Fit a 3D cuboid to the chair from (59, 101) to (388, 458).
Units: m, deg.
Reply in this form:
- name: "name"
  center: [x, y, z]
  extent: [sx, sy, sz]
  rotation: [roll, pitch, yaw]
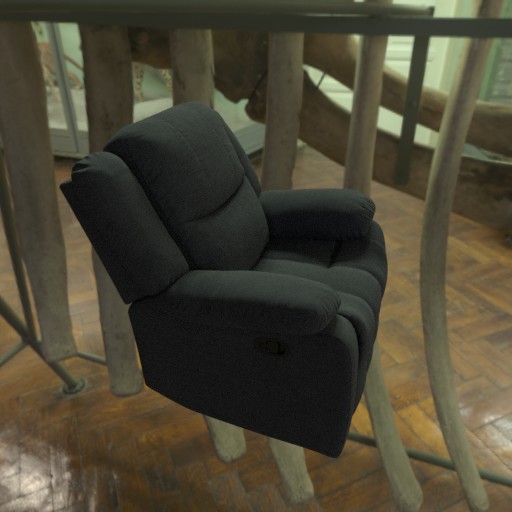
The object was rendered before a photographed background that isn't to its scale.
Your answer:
- name: "chair"
  center: [0.000, 0.000, 1.652]
  extent: [0.944, 1.008, 0.899]
  rotation: [11, 33, 18]
